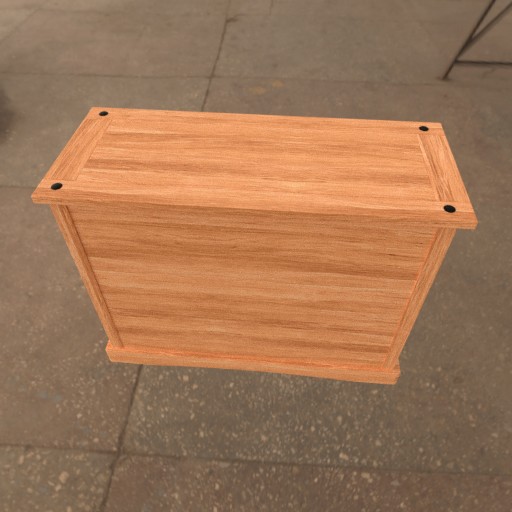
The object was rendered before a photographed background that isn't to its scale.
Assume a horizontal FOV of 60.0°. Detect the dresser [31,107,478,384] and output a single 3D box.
[{"bbox_3d":[0.000,0.000,1.381,0.990,0.740,0.410,4,47,4],"label":"dresser"}]
